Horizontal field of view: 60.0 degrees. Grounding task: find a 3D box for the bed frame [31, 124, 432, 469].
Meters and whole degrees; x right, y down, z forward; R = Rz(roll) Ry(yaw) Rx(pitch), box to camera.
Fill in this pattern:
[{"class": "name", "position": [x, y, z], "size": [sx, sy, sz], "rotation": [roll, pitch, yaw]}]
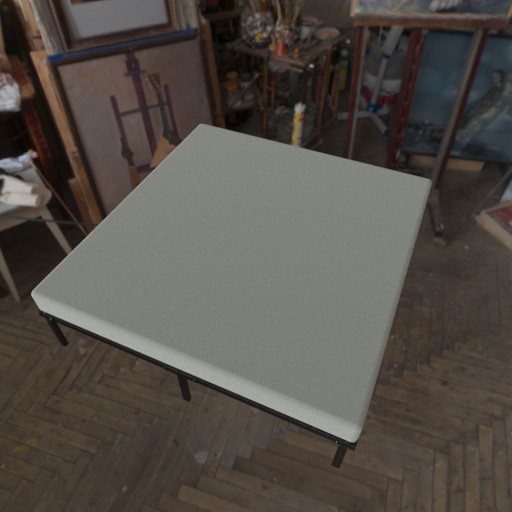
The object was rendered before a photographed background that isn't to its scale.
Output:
[{"class": "bed frame", "position": [0.000, 0.000, 3.962], "size": [2.526, 0.680, 2.635], "rotation": [18, 50, 16]}]
